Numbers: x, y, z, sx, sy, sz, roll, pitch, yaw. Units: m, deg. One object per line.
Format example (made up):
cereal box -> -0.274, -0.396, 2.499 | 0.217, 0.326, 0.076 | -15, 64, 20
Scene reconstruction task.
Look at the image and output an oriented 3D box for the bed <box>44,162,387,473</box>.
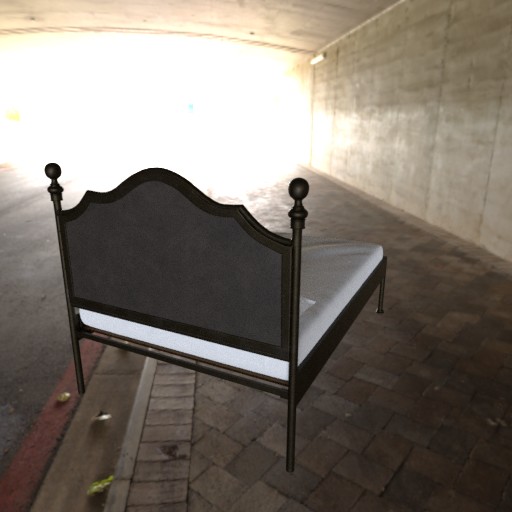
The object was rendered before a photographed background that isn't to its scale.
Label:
bed -> 0.000, 0.000, 3.211 | 1.533, 1.462, 2.170 | 9, 19, 26
